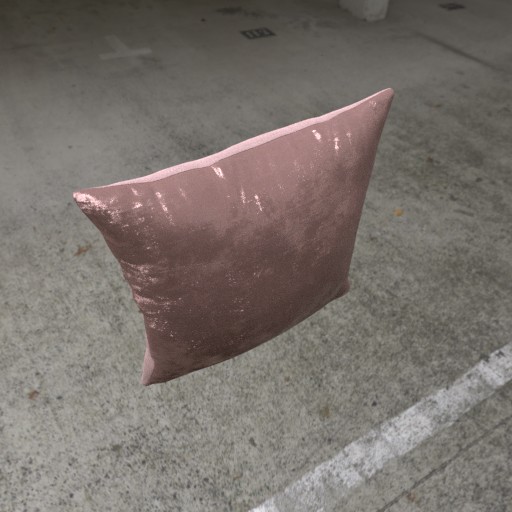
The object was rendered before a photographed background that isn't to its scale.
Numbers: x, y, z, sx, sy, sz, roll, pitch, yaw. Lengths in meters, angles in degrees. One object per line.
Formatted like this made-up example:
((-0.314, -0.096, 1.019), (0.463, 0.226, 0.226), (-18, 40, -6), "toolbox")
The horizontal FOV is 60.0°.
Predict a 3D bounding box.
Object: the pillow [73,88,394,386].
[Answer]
((0.000, 0.000, 0.724), (0.470, 0.464, 0.175), (-24, 51, -21), "pillow")
